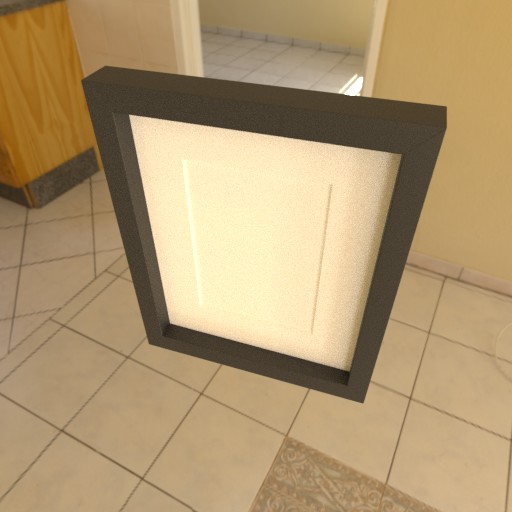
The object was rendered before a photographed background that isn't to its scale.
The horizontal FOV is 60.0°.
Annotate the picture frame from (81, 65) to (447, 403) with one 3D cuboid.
[{"bbox_3d":[0.000,0.000,0.377,0.232,0.284,0.042,12,43,13],"label":"picture frame"}]
